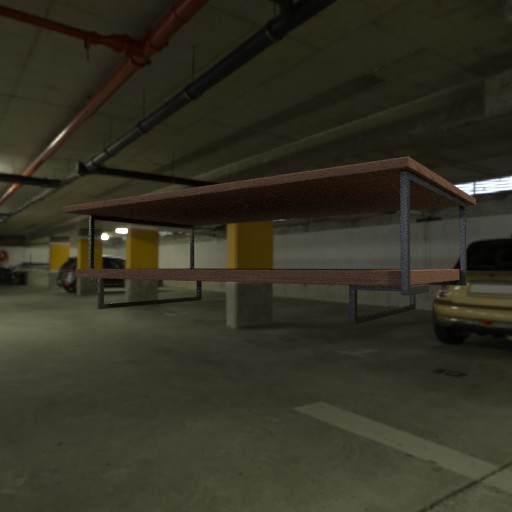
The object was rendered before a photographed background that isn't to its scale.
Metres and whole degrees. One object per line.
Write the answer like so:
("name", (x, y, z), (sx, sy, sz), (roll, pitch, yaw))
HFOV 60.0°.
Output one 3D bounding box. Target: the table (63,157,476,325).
("table", (0.000, 0.000, 1.449), (1.197, 0.347, 0.651), (-1, -2, 36))
